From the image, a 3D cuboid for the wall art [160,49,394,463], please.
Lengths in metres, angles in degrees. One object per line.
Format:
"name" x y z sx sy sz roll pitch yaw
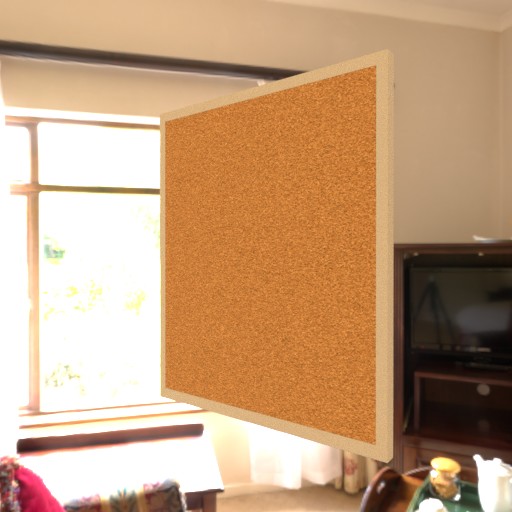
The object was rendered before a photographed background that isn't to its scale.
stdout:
"wall art" 0.000 0.000 0.715 0.444 0.536 0.020 0 0 37
